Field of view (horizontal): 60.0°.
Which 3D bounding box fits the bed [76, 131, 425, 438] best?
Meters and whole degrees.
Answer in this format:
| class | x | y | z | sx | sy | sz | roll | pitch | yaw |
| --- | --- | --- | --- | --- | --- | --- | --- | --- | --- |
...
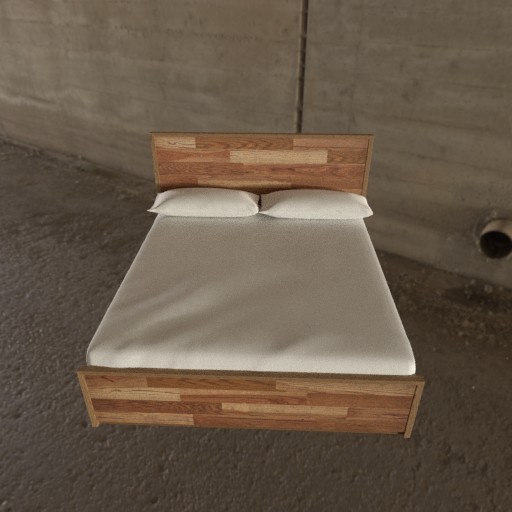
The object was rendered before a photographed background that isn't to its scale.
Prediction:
| class | x | y | z | sx | sy | sz | roll | pitch | yaw |
| --- | --- | --- | --- | --- | --- | --- | --- | --- | --- |
| bed | 0.000 | 0.000 | 3.407 | 2.013 | 1.295 | 2.184 | 1 | 31 | 2 |
